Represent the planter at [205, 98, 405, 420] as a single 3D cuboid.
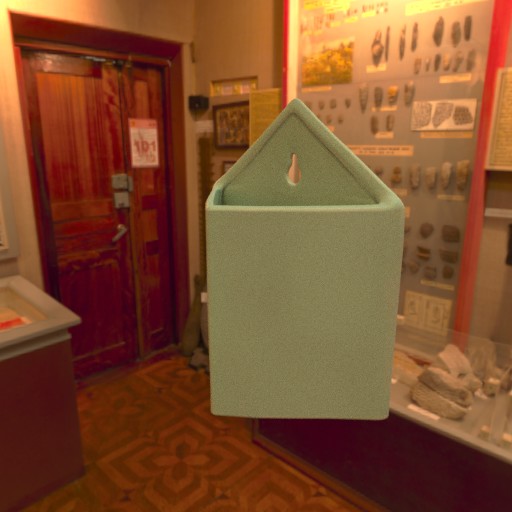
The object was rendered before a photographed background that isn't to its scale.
[{"bbox_3d":[0.000,0.000,0.287,0.164,0.197,0.079,14,21,43],"label":"planter"}]
